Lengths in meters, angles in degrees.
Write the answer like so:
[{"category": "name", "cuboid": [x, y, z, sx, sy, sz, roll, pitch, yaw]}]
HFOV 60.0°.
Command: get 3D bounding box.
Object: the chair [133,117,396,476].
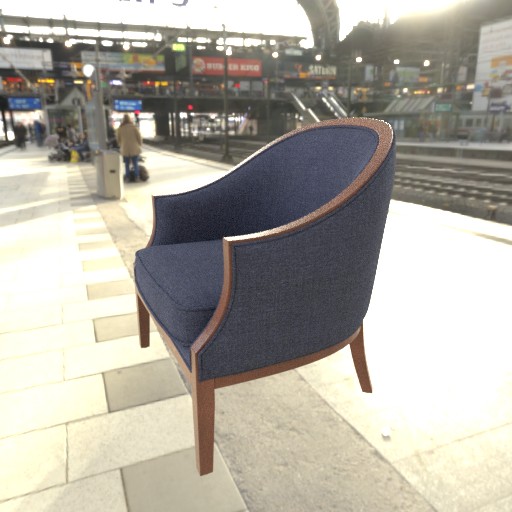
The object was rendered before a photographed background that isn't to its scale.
[{"category": "chair", "cuboid": [0.000, 0.000, 1.460, 0.735, 0.876, 0.803, -7, 18, -24]}]
